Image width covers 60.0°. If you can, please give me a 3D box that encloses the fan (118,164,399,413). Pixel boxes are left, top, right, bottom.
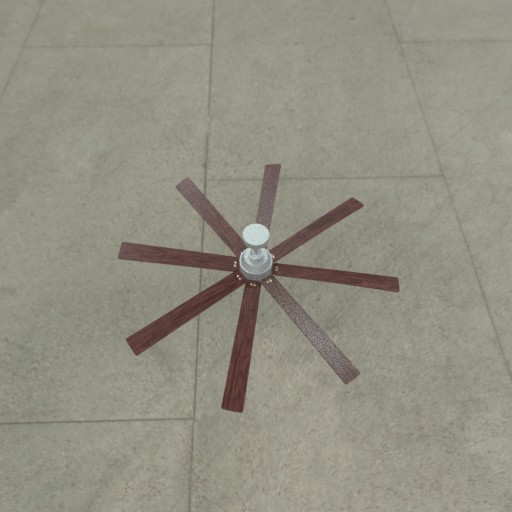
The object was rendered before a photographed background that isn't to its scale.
[{"bbox_3d":[0.000,0.000,2.765,1.830,0.472,1.830,-32,63,-19],"label":"fan"}]
